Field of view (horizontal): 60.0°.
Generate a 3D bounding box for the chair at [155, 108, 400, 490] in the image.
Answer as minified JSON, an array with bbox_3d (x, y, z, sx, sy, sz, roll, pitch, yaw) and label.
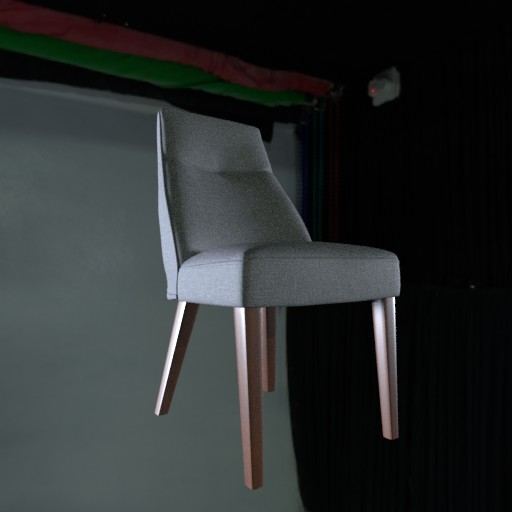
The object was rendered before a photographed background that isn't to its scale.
[{"bbox_3d":[0.000,0.000,1.255,0.500,0.930,0.620,0,-1,-35],"label":"chair"}]
